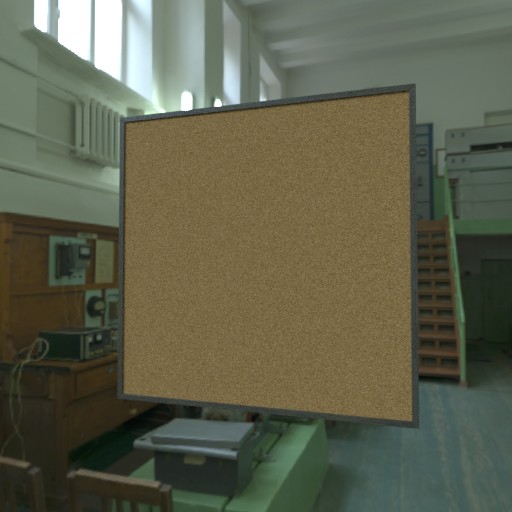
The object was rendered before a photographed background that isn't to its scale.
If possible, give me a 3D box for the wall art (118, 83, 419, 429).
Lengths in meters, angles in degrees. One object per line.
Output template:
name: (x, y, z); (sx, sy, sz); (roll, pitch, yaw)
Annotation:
wall art: (0.000, 0.000, 0.743); (0.507, 0.507, 0.037); (0, -2, 17)
